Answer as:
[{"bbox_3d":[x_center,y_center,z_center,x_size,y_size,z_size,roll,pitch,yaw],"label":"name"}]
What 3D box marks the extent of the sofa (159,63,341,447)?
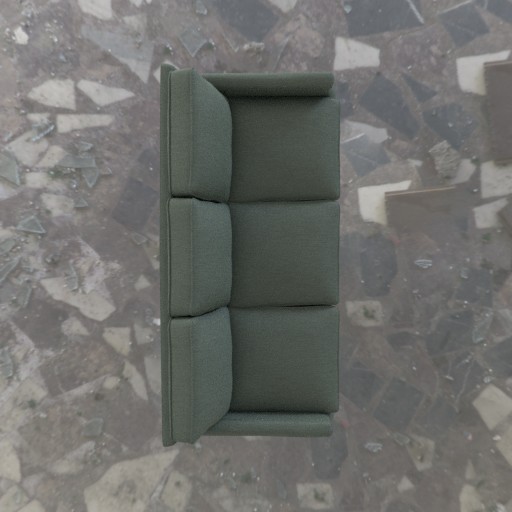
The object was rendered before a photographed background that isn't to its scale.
[{"bbox_3d":[0.000,0.000,2.834,1.084,1.003,2.246,0,91,0],"label":"sofa"}]
